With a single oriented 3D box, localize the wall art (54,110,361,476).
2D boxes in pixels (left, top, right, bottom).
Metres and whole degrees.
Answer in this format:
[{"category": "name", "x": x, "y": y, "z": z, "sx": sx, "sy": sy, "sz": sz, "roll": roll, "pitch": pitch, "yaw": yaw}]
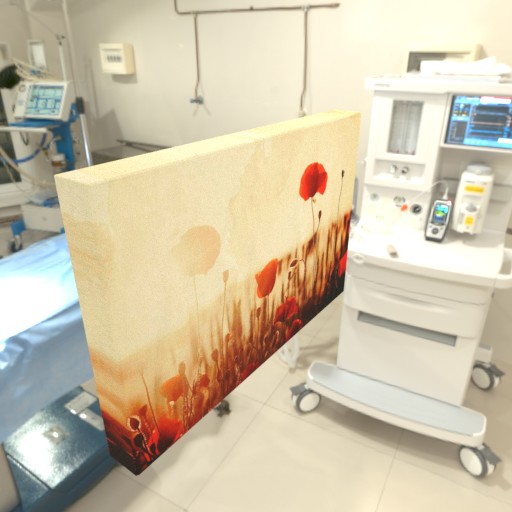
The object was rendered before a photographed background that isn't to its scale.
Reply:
[{"category": "wall art", "x": 0.000, "y": 0.000, "z": 0.464, "sx": 0.037, "sy": 0.251, "sz": 0.383, "roll": 18, "pitch": 31, "yaw": 32}]
